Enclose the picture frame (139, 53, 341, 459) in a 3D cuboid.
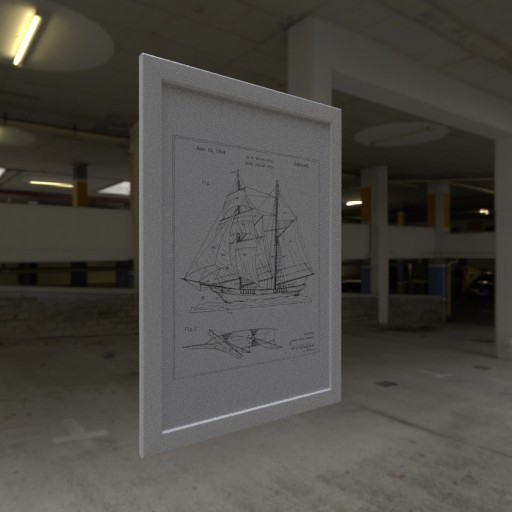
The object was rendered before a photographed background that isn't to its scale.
[{"bbox_3d":[0.000,0.000,0.700,0.381,0.534,0.012,0,0,-37],"label":"picture frame"}]
